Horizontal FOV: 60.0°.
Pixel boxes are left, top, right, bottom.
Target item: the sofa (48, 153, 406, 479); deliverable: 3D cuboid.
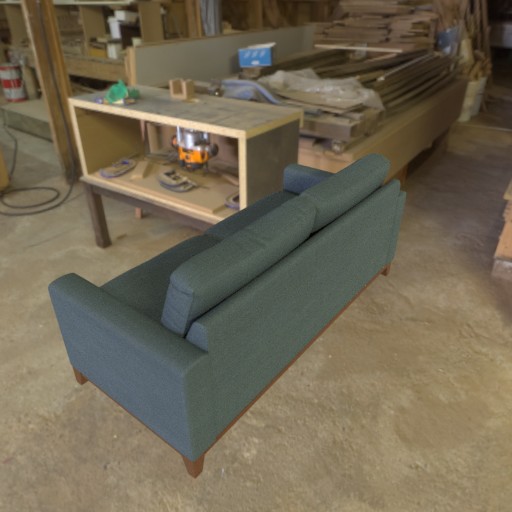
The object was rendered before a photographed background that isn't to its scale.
[{"bbox_3d":[0.000,0.000,2.404,0.877,0.865,1.900,22,38,32],"label":"sofa"}]
